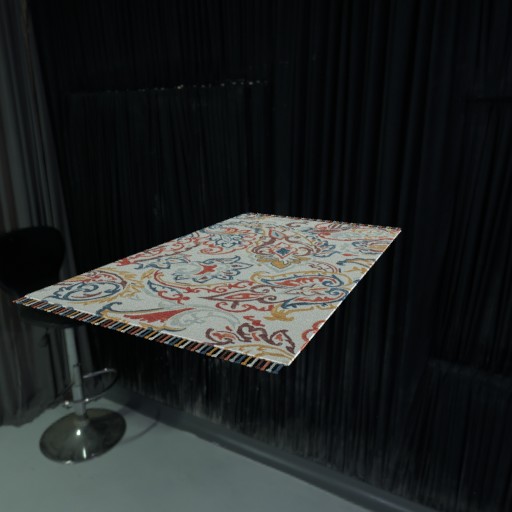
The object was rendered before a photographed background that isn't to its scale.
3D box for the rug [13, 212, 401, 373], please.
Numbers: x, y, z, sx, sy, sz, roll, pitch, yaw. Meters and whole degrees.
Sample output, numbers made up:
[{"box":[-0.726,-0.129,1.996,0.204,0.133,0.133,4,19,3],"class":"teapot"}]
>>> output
[{"box":[0.000,0.000,3.061,1.523,0.010,2.584,8,19,26],"class":"rug"}]
